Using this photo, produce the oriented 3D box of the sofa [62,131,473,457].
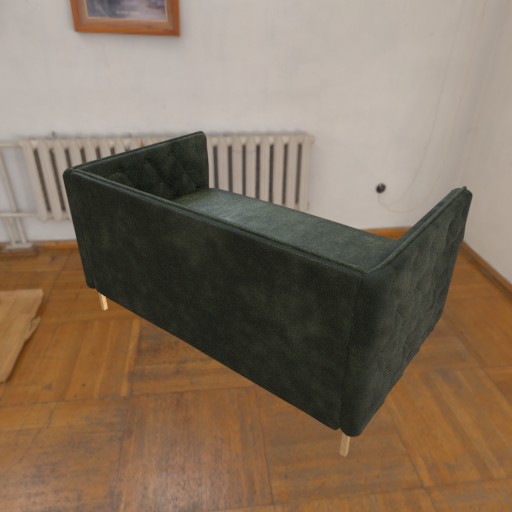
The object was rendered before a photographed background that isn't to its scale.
[{"bbox_3d":[0.000,0.000,2.028,1.537,0.768,0.895,21,36,32],"label":"sofa"}]
